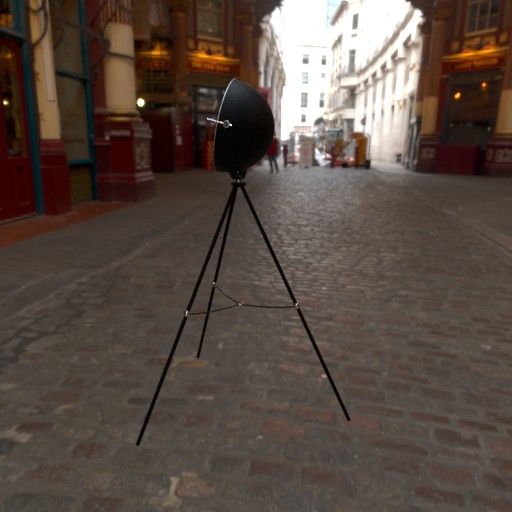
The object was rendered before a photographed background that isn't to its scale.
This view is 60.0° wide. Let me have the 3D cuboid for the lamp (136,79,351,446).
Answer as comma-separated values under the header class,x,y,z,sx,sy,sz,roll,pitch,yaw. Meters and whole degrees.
class,x,y,z,sx,sy,sz,roll,pitch,yaw
lamp,0.000,0.000,2.027,0.920,1.512,0.817,2,15,9
